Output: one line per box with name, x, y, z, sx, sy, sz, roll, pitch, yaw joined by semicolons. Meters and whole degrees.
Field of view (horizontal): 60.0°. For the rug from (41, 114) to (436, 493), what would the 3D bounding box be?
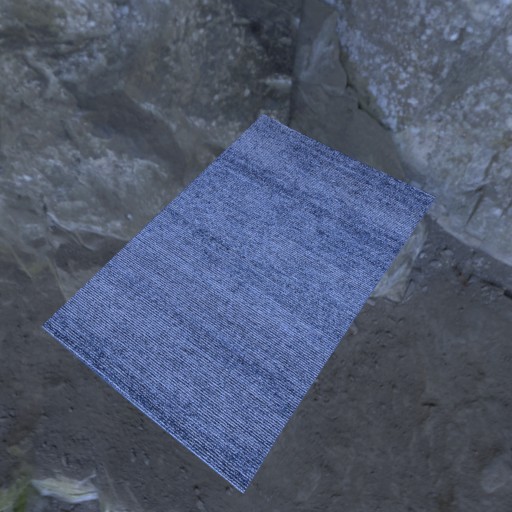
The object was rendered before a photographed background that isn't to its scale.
rug;0.000;0.000;2.184;1.135;0.010;1.740;32;63;18
